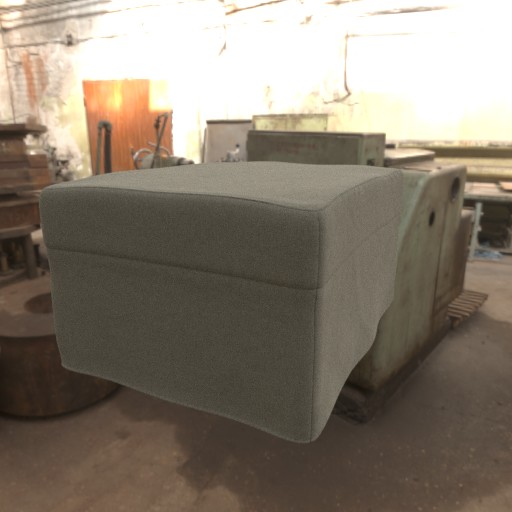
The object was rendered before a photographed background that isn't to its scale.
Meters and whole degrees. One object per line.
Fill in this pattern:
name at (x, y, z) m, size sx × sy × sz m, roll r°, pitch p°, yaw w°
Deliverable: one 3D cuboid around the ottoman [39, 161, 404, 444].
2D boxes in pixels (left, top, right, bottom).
ottoman at (0.000, 0.000, 1.210) m, size 0.648 × 0.461 × 0.833 m, roll 8°, pitch 18°, yaw 25°
